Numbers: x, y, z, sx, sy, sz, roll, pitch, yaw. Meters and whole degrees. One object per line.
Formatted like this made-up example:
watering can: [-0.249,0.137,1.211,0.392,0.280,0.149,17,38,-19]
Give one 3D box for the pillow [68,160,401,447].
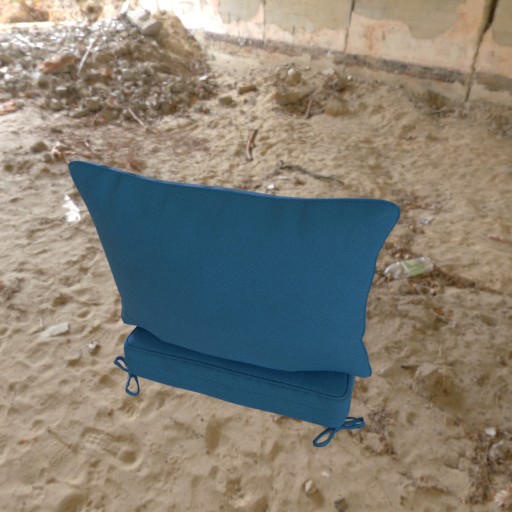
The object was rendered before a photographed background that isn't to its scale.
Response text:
pillow: [0.000,0.000,1.365,0.798,0.725,0.733,10,33,15]
